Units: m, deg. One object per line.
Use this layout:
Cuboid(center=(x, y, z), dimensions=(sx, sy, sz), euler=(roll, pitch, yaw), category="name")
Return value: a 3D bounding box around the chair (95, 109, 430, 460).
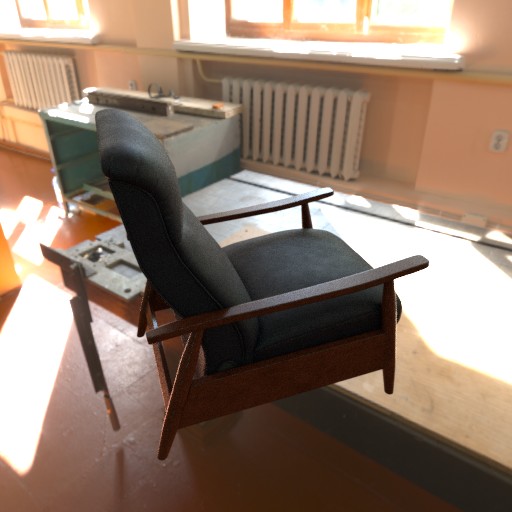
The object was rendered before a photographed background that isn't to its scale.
Cuboid(center=(0.000, 0.000, 1.729), dimensions=(1.014, 1.082, 0.762), euler=(-10, 31, -16), category="chair")
